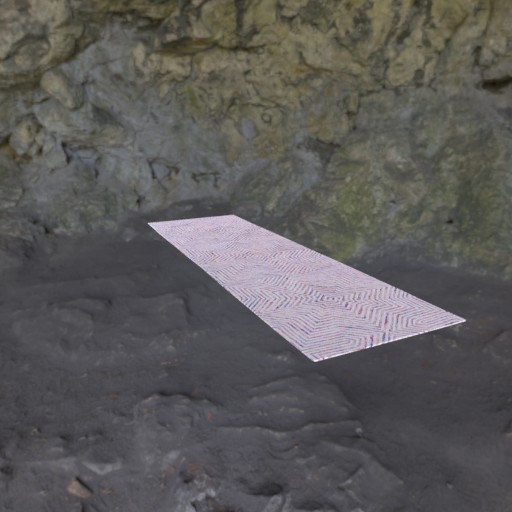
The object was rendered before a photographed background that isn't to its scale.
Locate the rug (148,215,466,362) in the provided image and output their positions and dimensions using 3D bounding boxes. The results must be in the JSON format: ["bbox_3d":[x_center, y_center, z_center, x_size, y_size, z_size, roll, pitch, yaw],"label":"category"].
[{"bbox_3d":[0.000,0.000,2.738,0.771,0.009,2.443,-8,19,-25],"label":"rug"}]
